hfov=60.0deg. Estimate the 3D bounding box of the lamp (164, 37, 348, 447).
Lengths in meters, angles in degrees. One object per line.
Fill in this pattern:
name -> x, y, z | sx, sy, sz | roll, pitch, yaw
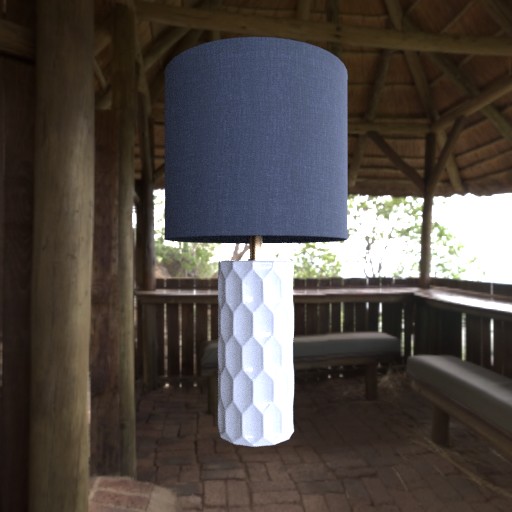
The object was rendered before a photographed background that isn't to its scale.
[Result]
lamp -> 0.000, 0.000, 0.680 | 0.277, 0.537, 0.277 | 0, -1, 19
